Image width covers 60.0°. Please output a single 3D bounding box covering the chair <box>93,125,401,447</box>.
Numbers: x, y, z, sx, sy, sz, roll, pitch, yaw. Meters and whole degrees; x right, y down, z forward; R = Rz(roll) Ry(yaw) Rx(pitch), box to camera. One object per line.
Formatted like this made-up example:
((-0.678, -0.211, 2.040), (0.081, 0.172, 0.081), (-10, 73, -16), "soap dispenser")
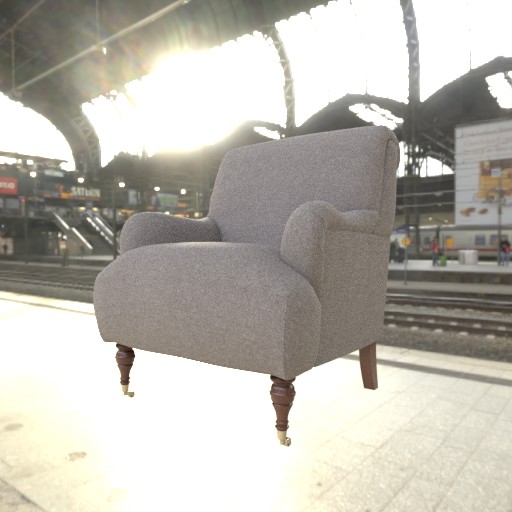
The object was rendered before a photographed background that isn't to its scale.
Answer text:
((0.000, 0.000, 1.523), (0.766, 0.942, 0.843), (1, 2, 36), "chair")
